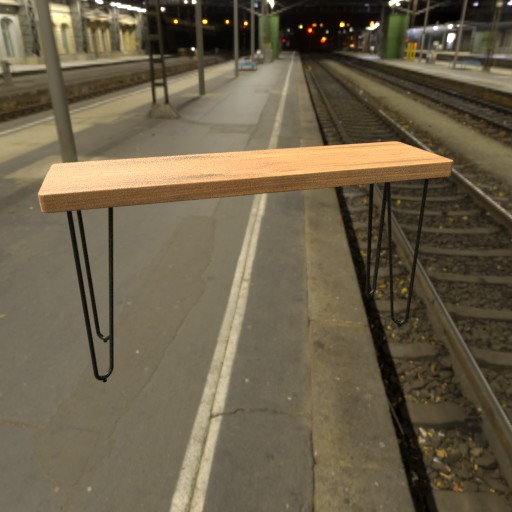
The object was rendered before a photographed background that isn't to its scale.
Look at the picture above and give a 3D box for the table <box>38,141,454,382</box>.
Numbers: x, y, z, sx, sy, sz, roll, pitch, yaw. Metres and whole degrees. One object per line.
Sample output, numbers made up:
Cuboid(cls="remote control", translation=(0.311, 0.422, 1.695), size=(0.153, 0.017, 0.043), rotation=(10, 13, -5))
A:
Cuboid(cls="table", translation=(0.000, 0.000, 1.961), size=(1.570, 0.834, 0.425), rotation=(-7, 27, -15))
